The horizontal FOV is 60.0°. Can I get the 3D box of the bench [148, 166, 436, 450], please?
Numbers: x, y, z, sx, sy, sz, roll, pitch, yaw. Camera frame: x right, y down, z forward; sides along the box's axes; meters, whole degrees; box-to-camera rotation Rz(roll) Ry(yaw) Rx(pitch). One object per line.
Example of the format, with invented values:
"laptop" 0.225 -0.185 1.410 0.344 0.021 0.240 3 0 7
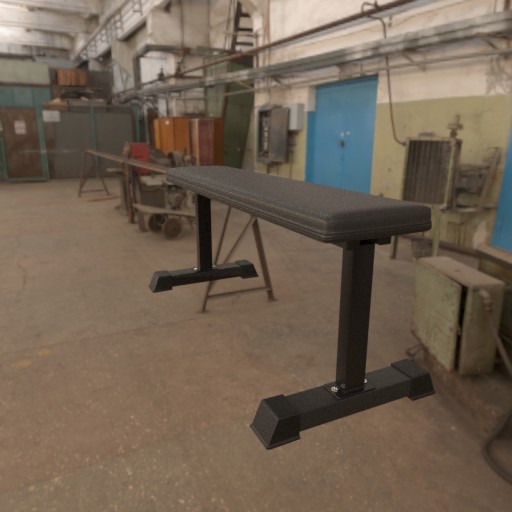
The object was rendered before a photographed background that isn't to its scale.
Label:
"bench" 0.000 0.000 1.310 0.439 0.453 1.072 -8 18 -25
